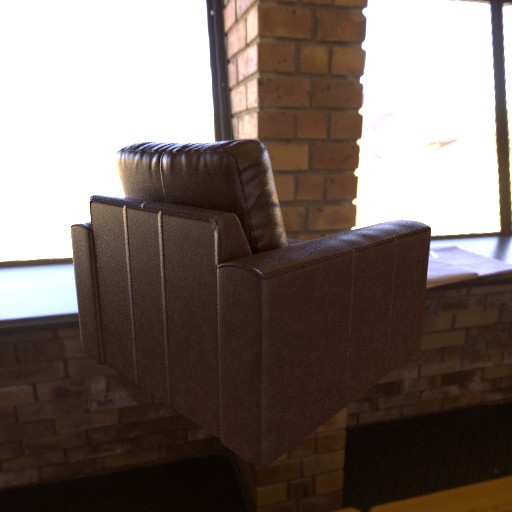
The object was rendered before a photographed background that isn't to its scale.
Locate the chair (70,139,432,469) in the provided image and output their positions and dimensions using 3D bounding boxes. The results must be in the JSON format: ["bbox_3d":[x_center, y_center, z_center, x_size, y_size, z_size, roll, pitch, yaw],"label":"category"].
[{"bbox_3d":[0.000,0.000,1.736,1.005,0.873,1.016,13,19,42],"label":"chair"}]
